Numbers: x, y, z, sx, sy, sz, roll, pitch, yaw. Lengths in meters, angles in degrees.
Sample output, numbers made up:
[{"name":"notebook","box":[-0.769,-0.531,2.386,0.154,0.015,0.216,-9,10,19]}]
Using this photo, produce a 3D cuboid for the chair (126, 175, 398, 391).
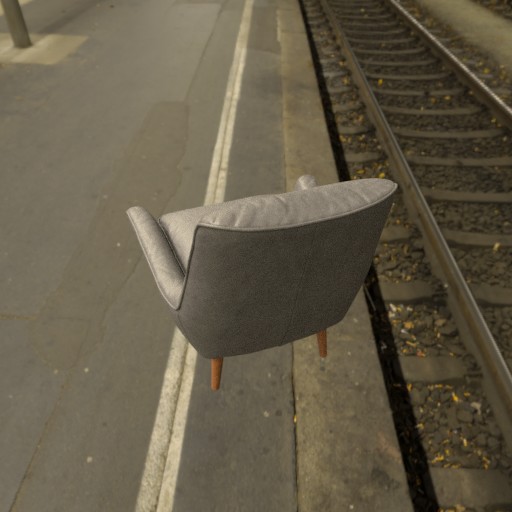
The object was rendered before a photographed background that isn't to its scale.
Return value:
[{"name":"chair","box":[0.000,0.000,1.546,0.787,0.888,0.822,-13,42,-15]}]
